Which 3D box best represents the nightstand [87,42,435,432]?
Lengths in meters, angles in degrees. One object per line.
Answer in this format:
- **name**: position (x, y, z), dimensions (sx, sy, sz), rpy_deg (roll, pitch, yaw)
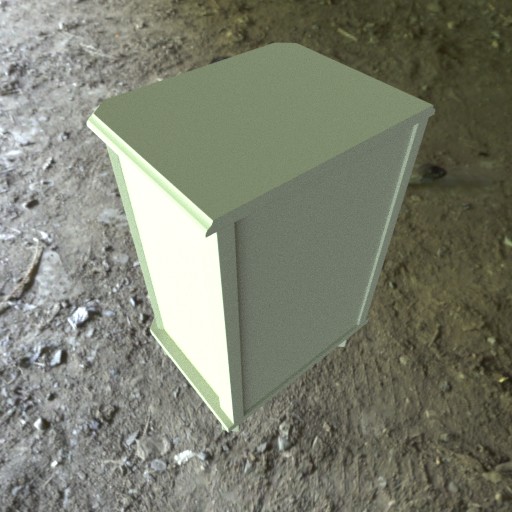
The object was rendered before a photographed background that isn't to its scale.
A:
- **nightstand**: position (0.000, 0.000, 0.926), dimensions (0.435, 0.681, 0.351), rpy_deg (-31, 54, -26)
